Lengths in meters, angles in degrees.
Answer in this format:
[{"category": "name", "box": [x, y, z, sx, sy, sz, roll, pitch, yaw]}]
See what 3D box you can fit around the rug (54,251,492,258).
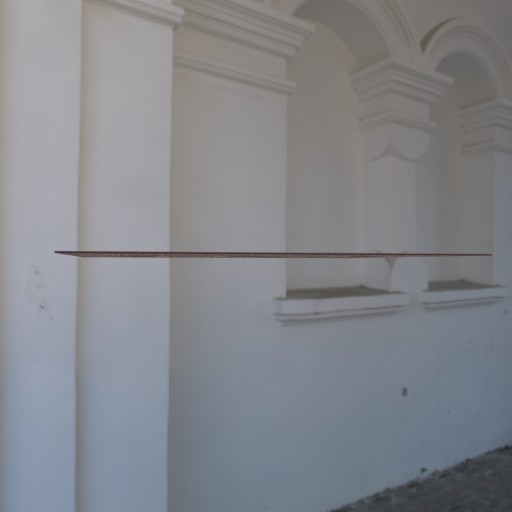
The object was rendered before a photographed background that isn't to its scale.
[{"category": "rug", "box": [0.000, 0.000, 4.191, 3.197, 0.013, 2.381, 0, -1, -17]}]
